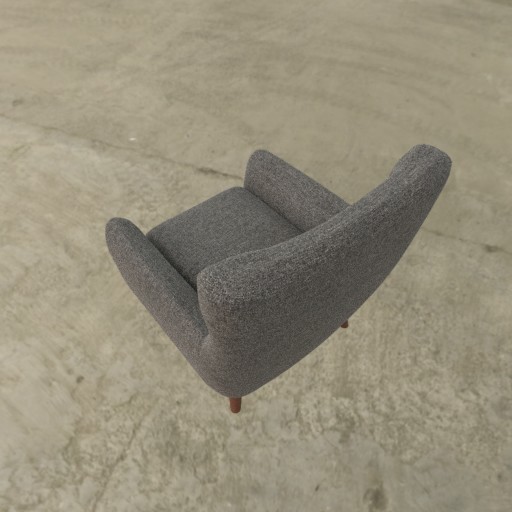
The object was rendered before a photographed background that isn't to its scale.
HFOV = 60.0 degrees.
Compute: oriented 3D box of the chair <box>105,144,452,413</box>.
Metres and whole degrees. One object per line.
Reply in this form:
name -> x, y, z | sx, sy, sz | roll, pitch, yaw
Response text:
chair -> 0.000, 0.000, 1.736 | 0.889, 1.039, 0.940 | -31, 55, -25
